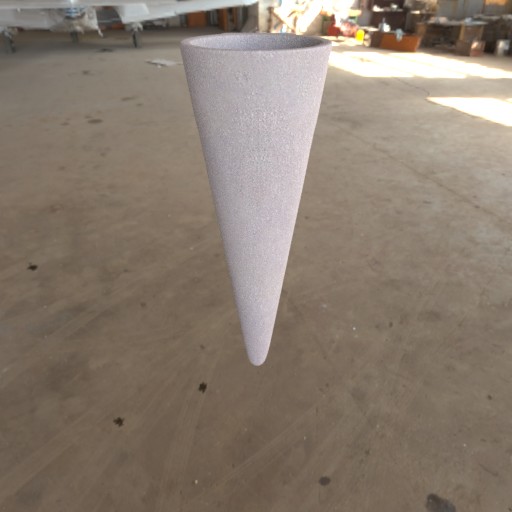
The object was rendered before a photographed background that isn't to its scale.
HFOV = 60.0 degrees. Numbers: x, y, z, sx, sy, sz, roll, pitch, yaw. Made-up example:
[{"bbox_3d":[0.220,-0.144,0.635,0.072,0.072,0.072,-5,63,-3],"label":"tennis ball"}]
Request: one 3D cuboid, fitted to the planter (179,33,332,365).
[{"bbox_3d":[0.000,0.000,0.295,0.078,0.259,0.087,1,31,2],"label":"planter"}]
